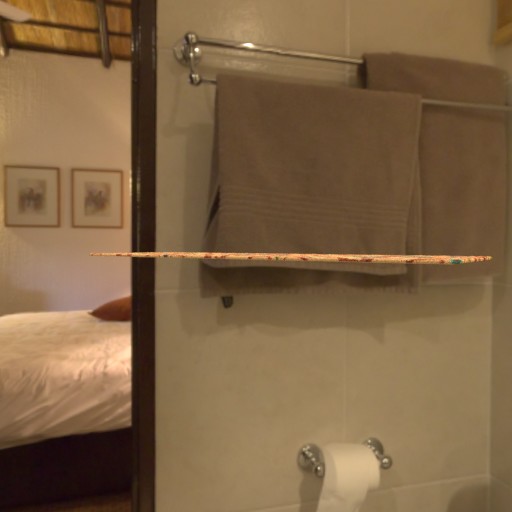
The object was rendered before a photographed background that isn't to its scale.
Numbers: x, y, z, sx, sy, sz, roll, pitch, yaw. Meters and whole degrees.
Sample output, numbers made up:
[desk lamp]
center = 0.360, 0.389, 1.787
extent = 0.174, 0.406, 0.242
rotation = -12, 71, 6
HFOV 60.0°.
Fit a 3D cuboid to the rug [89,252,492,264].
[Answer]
[rug]
center = 0.000, 0.000, 2.493
extent = 2.273, 0.016, 0.693
rotation = 1, 2, 38
